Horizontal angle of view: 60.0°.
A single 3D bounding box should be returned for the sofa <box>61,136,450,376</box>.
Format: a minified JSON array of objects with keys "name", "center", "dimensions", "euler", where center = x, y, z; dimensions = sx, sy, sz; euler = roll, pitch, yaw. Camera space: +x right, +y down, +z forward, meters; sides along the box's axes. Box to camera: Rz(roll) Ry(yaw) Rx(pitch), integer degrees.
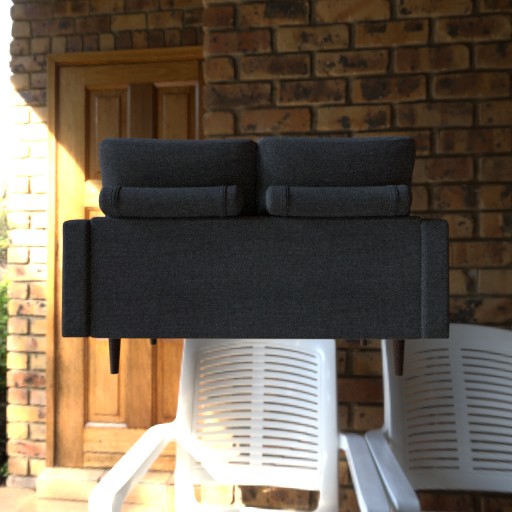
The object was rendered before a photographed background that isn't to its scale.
[{"name":"sofa","center":[0.000,0.000,1.978],"dimensions":[1.407,0.907,0.842],"euler":[0,-1,1]}]
